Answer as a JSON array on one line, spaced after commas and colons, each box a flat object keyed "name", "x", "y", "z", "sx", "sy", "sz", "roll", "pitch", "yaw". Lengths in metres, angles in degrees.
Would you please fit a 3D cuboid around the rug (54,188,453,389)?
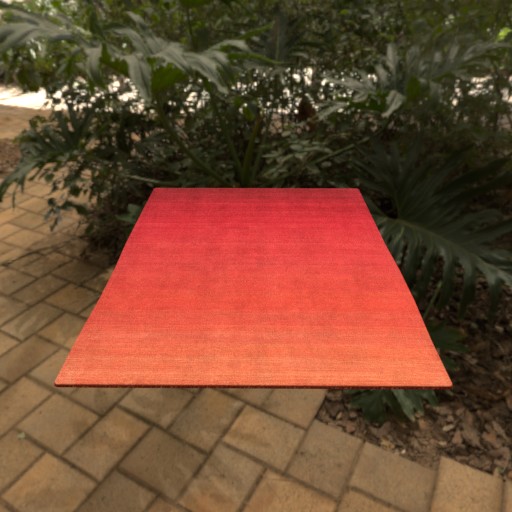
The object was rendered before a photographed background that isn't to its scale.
[{"name": "rug", "x": 0.000, "y": 0.000, "z": 3.795, "sx": 2.340, "sy": 0.028, "sz": 2.905, "roll": 0, "pitch": 32, "yaw": 0}]
